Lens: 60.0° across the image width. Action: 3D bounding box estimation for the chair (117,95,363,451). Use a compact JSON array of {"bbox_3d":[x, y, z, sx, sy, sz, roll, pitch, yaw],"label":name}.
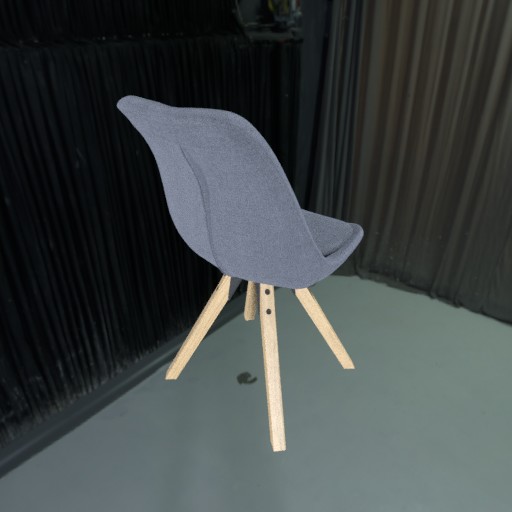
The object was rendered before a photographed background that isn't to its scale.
[{"bbox_3d":[0.000,0.000,1.183,0.485,0.850,0.550,21,35,33],"label":"chair"}]
